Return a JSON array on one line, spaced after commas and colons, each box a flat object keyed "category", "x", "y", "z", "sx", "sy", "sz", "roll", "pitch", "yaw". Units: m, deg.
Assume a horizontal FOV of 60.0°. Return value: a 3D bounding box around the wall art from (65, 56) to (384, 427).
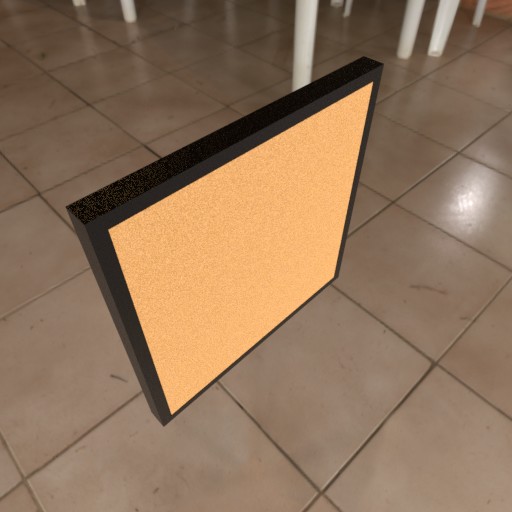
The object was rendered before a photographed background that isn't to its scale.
[{"category": "wall art", "x": 0.000, "y": 0.000, "z": 0.748, "sx": 0.506, "sy": 0.506, "sz": 0.038, "roll": -36, "pitch": 57, "yaw": -28}]
